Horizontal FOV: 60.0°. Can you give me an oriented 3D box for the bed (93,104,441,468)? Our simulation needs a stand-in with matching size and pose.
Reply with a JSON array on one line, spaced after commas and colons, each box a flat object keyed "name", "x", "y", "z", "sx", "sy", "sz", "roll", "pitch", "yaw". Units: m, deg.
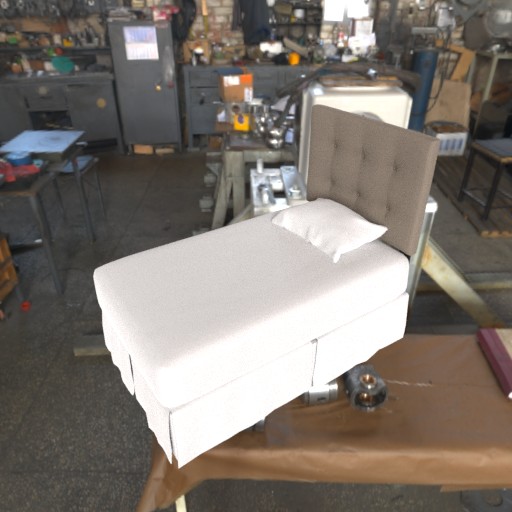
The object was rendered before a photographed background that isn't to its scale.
[{"name": "bed", "x": 0.000, "y": 0.000, "z": 3.025, "sx": 1.997, "sy": 1.571, "sz": 1.261, "roll": -20, "pitch": 37, "yaw": -29}]
